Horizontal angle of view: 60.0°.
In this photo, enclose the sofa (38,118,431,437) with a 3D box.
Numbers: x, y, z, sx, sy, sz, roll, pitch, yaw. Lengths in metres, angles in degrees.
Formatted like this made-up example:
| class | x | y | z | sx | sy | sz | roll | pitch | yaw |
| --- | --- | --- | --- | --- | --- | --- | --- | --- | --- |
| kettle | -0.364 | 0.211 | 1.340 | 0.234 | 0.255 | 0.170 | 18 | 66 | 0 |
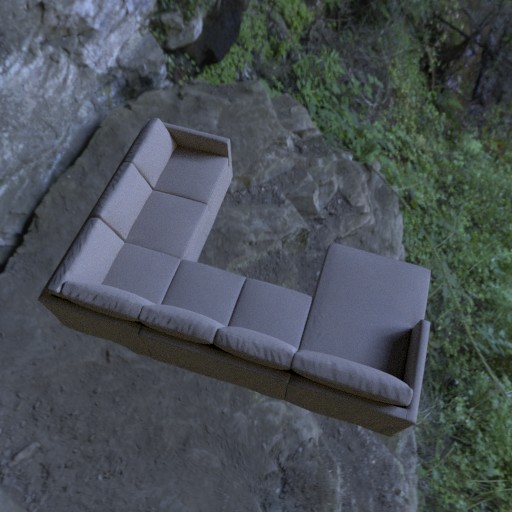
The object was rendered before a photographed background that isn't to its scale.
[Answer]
| class | x | y | z | sx | sy | sz | roll | pitch | yaw |
| --- | --- | --- | --- | --- | --- | --- | --- | --- | --- |
| sofa | 0.000 | 0.000 | 4.571 | 3.528 | 0.878 | 2.476 | 16 | 62 | 9 |
